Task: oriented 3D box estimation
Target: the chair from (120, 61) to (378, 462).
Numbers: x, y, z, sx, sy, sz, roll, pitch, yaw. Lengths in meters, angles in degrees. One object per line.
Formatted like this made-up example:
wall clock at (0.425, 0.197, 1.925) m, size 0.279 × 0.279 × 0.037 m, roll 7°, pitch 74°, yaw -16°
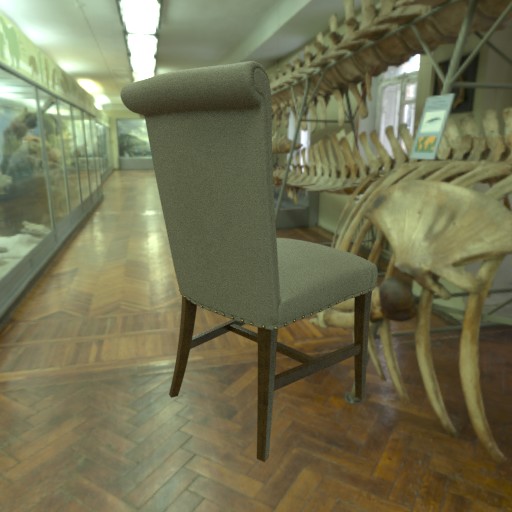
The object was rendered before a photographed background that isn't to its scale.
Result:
chair at (0.000, 0.000, 1.344) m, size 0.608 × 0.988 × 0.513 m, roll -14°, pitch 20°, yaw -43°
